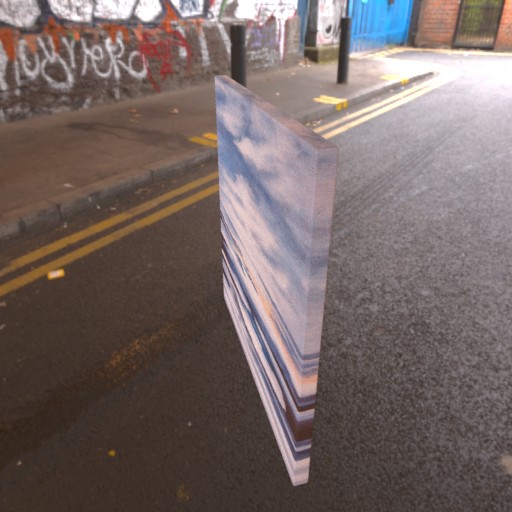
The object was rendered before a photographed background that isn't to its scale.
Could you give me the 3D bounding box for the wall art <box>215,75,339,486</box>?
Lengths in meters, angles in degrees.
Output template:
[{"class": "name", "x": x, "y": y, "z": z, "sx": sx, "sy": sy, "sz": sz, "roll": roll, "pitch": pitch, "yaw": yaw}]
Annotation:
[{"class": "wall art", "x": 0.000, "y": 0.000, "z": 1.102, "sx": 0.035, "sy": 0.747, "sz": 0.747, "roll": -8, "pitch": 30, "yaw": -13}]
